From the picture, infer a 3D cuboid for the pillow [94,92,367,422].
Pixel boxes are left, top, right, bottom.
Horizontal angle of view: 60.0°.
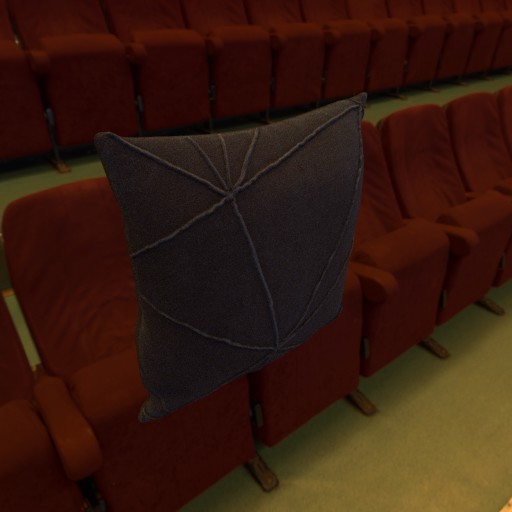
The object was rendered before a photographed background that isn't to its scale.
[{"bbox_3d":[0.000,0.000,0.674,0.439,0.440,0.183,-22,37,-32],"label":"pillow"}]
